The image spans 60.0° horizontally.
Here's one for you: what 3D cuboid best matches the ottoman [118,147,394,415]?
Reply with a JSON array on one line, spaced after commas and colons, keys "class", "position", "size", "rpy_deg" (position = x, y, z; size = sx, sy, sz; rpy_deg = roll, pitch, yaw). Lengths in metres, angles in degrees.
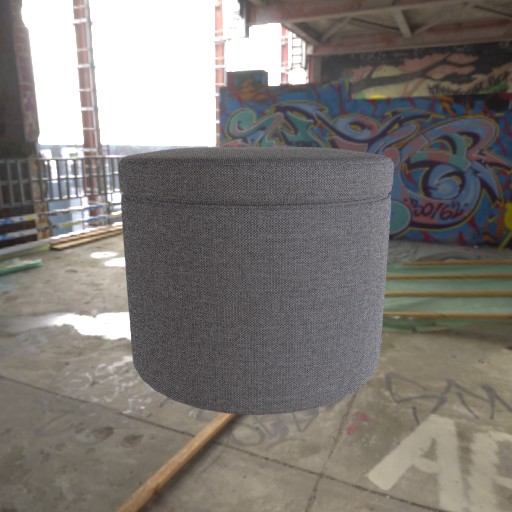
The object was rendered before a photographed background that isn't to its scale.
[{"class": "ottoman", "position": [0.000, 0.000, 0.879], "size": [0.500, 0.419, 0.500], "rpy_deg": [0, 14, 0]}]
